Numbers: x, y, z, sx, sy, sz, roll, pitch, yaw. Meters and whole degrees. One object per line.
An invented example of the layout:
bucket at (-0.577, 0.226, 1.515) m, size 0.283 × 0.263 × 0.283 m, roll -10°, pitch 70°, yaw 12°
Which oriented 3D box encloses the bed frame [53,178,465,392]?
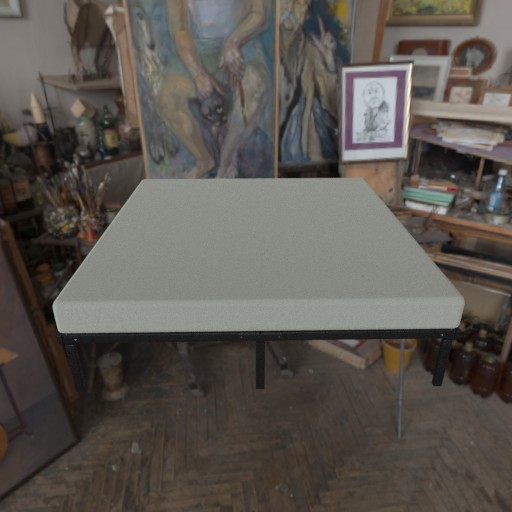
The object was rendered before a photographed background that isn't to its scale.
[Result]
bed frame at (0.000, 0.000, 3.964) m, size 2.526 × 0.680 × 2.635 m, roll -1°, pitch 26°, yaw -1°
